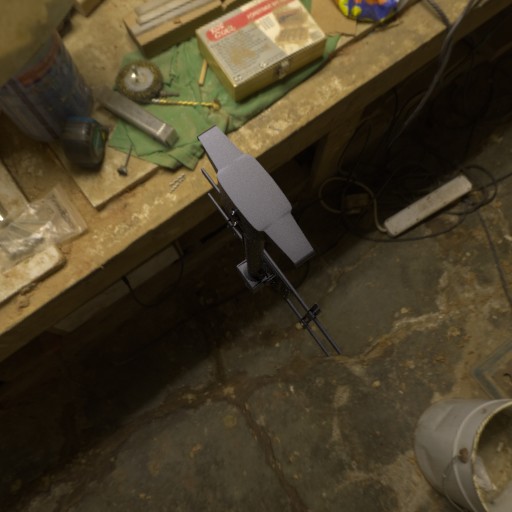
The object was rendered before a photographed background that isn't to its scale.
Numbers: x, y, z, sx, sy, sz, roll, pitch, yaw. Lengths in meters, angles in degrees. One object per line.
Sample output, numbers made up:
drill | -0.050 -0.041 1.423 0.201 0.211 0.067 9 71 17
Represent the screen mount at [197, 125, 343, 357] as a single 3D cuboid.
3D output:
screen mount | 0.000 0.000 1.036 0.090 0.775 0.595 -35 78 -9
